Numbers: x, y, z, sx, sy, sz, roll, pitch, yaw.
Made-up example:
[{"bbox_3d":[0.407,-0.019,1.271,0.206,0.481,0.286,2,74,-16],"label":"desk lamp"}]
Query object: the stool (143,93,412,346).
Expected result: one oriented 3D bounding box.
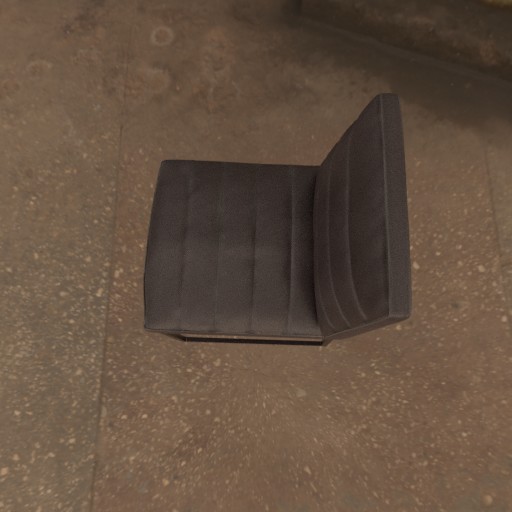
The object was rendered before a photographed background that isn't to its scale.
[{"bbox_3d":[0.000,0.000,1.251,0.562,0.946,0.463,2,76,0],"label":"stool"}]
